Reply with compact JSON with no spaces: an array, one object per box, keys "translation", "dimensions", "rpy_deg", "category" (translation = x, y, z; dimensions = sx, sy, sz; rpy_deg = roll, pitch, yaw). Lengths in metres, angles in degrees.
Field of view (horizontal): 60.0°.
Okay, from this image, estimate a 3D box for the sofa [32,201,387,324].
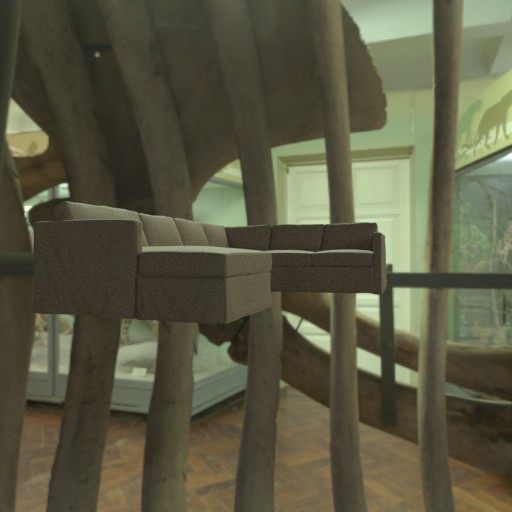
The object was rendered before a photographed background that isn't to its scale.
[{"translation":[0.000,0.000,4.625],"dimensions":[2.476,0.878,3.528],"rpy_deg":[0,0,19],"category":"sofa"}]
